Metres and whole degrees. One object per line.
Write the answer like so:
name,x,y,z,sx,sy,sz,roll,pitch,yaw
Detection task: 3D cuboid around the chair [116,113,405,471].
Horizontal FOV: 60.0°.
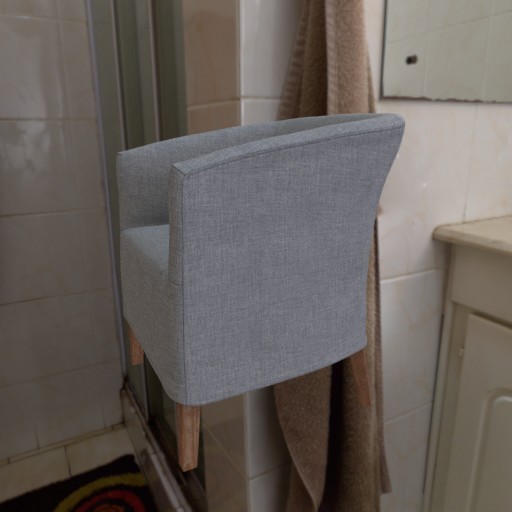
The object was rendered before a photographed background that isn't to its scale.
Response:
chair,0.000,0.000,1.245,0.668,0.771,0.600,-8,17,-26
